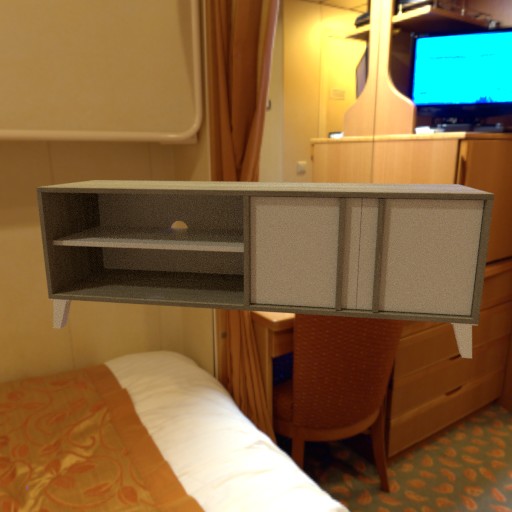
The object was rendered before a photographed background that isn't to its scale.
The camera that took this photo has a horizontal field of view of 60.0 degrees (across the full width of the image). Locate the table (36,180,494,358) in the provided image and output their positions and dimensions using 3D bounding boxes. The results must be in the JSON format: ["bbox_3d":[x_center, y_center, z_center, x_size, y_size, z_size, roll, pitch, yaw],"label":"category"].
[{"bbox_3d":[0.000,0.000,1.687,1.500,0.530,0.400,2,13,9],"label":"table"}]
